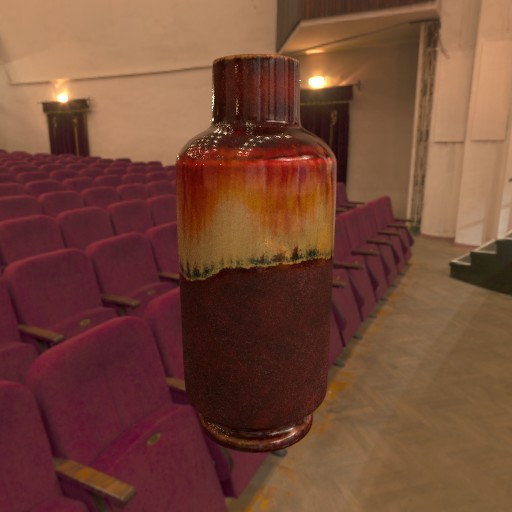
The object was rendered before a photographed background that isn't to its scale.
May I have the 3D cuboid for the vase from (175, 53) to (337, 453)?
[{"bbox_3d":[0.000,0.000,0.321,0.111,0.261,0.111,0,14,0],"label":"vase"}]
